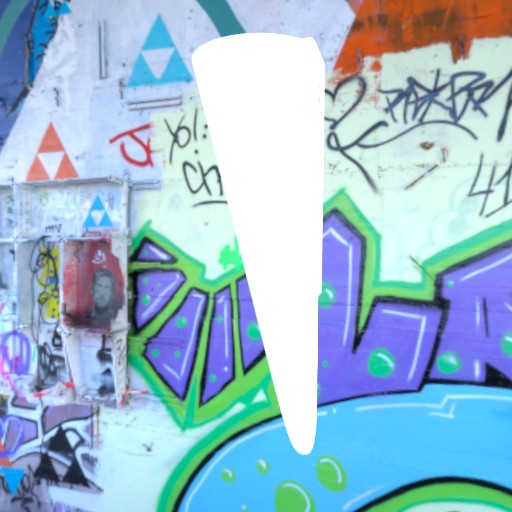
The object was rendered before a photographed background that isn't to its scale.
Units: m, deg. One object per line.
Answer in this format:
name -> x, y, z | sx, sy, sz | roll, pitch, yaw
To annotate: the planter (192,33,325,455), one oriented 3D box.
planter -> 0.000, 0.000, 0.221 | 0.064, 0.193, 0.057 | 1, 2, 18
